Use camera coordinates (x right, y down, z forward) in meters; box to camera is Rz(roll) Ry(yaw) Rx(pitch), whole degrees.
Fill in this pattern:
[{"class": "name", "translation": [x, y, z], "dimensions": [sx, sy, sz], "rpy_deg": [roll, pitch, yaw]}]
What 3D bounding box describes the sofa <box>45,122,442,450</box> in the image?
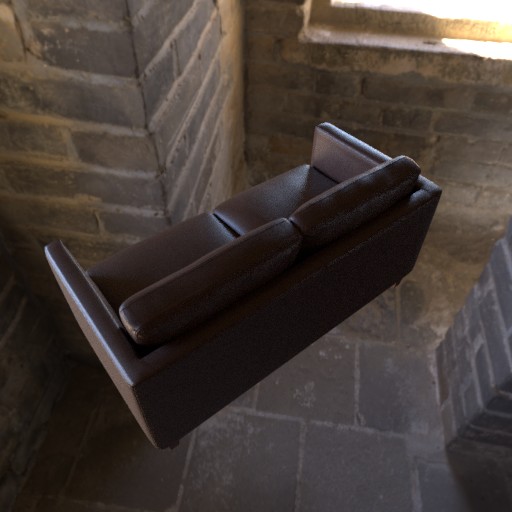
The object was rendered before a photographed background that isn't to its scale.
[{"class": "sofa", "translation": [0.000, 0.000, 2.447], "dimensions": [1.883, 0.933, 0.951], "rpy_deg": [-30, 53, -25]}]
